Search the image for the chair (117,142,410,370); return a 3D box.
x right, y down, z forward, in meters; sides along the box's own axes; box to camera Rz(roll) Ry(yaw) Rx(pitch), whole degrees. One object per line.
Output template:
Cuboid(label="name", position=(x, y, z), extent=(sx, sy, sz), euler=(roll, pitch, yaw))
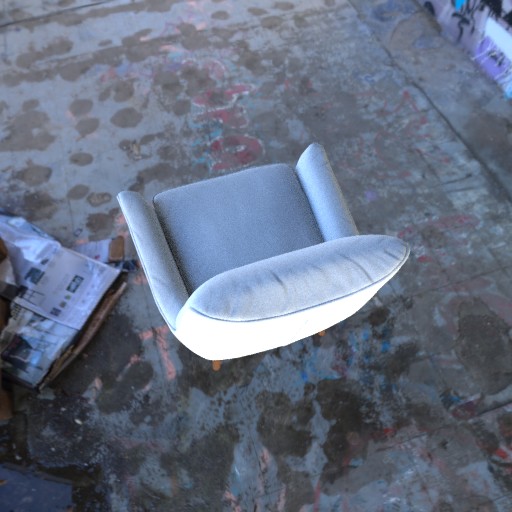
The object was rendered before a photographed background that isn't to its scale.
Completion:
Cuboid(label="chair", position=(0.000, 0.000, 1.477), extent=(0.787, 0.888, 0.822), euler=(-16, 59, -10))
